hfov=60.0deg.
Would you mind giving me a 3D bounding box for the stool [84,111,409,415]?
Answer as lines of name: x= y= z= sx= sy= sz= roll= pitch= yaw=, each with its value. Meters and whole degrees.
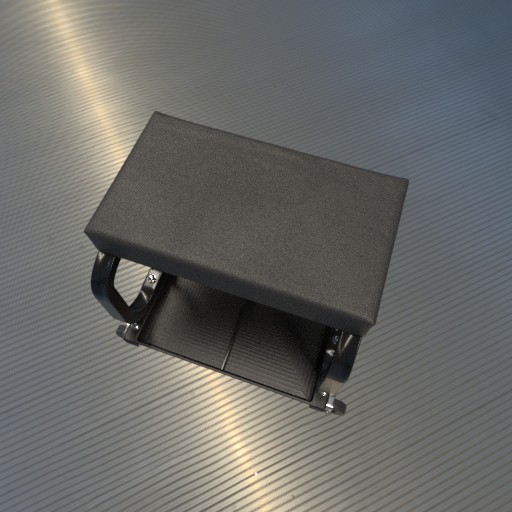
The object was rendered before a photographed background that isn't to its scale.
stool: x=0.000 y=0.000 z=0.739 sx=0.446 sy=0.380 sz=0.371 roll=17 pitch=65 yaw=8
